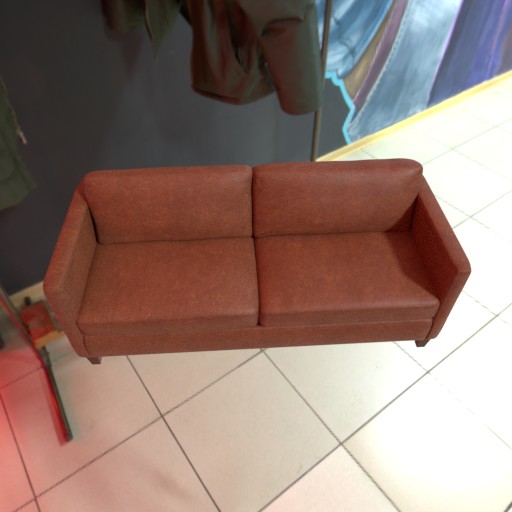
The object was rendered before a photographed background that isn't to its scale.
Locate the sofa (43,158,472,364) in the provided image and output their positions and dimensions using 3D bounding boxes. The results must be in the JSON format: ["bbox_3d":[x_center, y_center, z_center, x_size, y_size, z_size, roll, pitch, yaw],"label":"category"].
[{"bbox_3d":[0.000,0.000,2.744,2.204,0.932,0.950,-2,46,-2],"label":"sofa"}]
